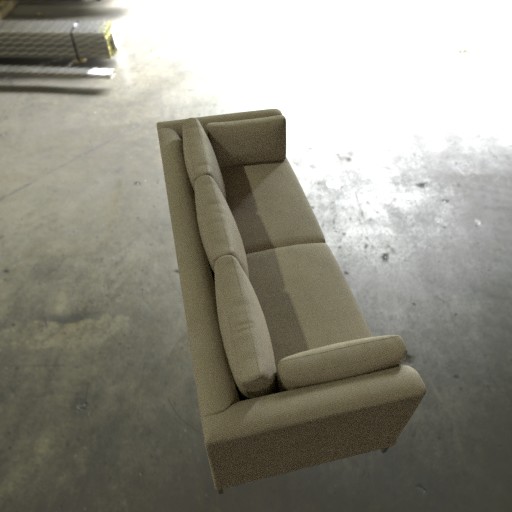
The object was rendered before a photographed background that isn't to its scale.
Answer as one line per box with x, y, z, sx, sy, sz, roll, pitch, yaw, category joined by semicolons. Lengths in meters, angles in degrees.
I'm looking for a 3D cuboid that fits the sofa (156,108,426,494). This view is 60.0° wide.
0.000;0.000;2.818;0.969;0.867;2.415;-10;48;-9;sofa
